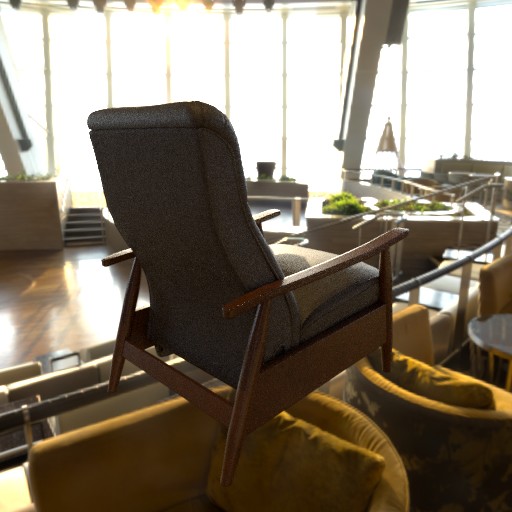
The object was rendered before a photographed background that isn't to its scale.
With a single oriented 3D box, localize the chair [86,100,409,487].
[{"bbox_3d":[0.000,0.000,1.738,1.014,1.081,0.762,-14,20,-43],"label":"chair"}]
